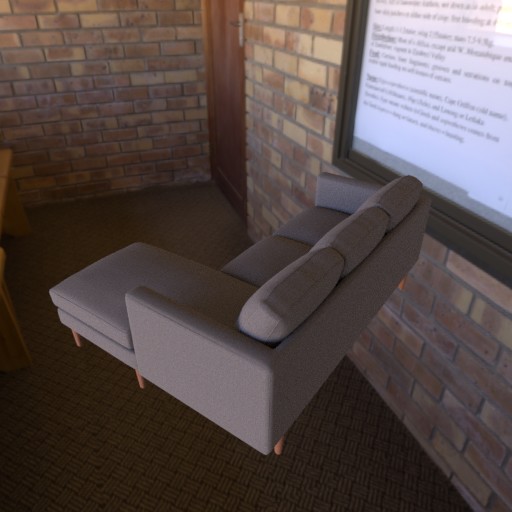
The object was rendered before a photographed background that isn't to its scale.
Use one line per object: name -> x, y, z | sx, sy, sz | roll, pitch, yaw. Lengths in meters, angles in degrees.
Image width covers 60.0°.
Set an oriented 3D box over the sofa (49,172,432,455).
sofa -> 0.000, 0.000, 2.923 | 1.591, 0.897, 2.031 | 21, 37, 30
